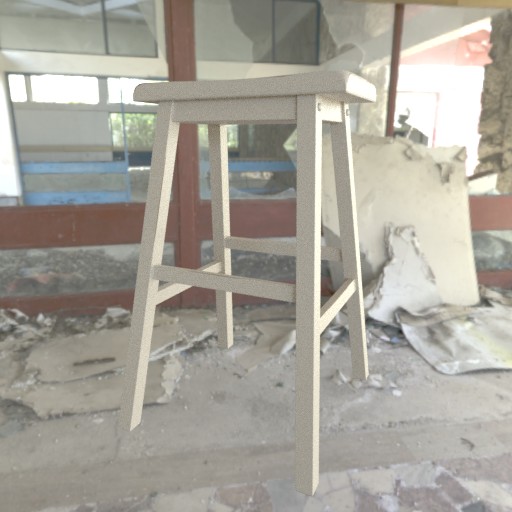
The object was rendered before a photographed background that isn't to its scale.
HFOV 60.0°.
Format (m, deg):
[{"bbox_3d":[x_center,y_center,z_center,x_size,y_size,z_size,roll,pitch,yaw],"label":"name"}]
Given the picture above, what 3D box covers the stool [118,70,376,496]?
[{"bbox_3d":[0.000,0.000,1.011,0.457,0.737,0.476,7,16,25],"label":"stool"}]
